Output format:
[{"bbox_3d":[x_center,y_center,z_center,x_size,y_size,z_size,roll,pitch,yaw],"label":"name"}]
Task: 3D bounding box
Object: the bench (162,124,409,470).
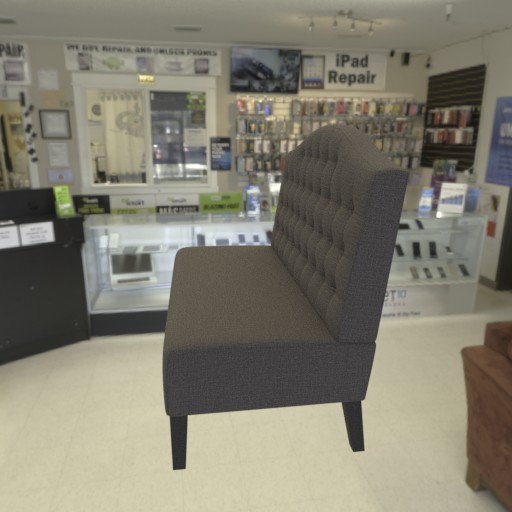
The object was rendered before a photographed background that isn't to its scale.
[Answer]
[{"bbox_3d":[0.000,0.000,2.071,0.815,1.180,1.335,-2,16,-8],"label":"bench"}]
